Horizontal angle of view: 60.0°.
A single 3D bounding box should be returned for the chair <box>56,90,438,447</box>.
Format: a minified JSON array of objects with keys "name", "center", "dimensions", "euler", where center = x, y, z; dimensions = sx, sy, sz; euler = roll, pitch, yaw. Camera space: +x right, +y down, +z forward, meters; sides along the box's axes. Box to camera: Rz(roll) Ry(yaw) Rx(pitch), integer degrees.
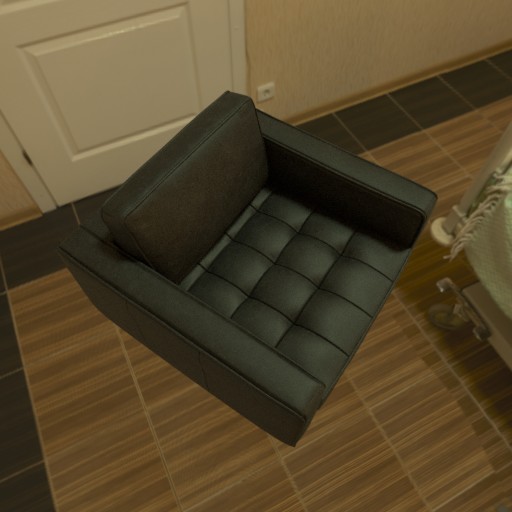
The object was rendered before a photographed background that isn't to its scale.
[{"name":"chair","center":[0.000,0.000,1.566],"dimensions":[0.914,0.763,0.889],"euler":[30,63,17]}]
